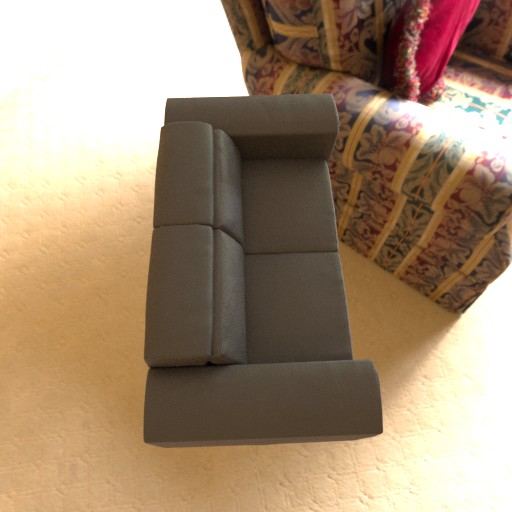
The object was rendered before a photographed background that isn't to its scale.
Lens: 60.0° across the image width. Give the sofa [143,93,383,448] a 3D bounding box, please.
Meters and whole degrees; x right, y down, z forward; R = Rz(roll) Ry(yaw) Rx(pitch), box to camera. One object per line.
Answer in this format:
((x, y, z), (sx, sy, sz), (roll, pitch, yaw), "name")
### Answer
((0.000, 0.000, 2.405), (1.003, 0.779, 1.895), (-2, 64, -1), "sofa")
